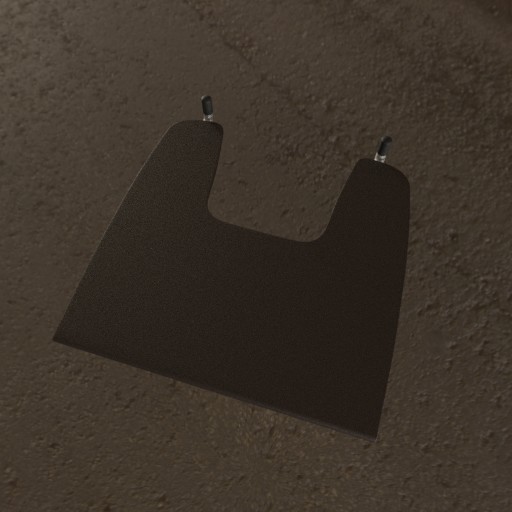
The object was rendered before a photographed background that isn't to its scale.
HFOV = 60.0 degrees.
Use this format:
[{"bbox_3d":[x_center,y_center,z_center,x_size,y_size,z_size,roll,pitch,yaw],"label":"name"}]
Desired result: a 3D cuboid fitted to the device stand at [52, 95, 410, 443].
[{"bbox_3d":[0.000,0.000,0.364,0.230,0.092,0.230,15,65,7],"label":"device stand"}]
